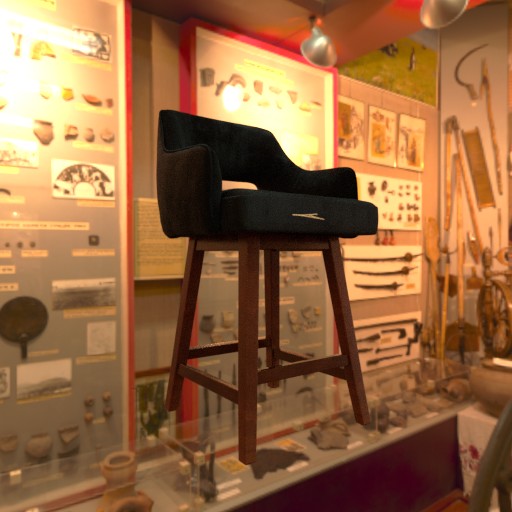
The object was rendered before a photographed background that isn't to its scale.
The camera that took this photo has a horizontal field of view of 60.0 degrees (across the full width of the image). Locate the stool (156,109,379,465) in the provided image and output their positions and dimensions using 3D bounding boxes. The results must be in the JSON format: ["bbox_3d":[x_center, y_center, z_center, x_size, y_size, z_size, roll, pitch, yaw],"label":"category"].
[{"bbox_3d":[0.000,0.000,1.320,0.550,0.940,0.560,0,1,-35],"label":"stool"}]
